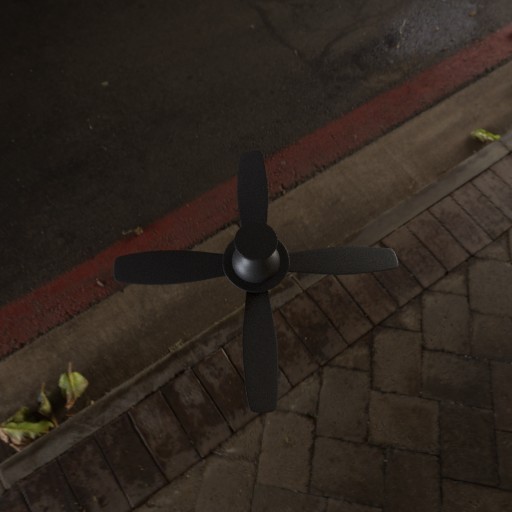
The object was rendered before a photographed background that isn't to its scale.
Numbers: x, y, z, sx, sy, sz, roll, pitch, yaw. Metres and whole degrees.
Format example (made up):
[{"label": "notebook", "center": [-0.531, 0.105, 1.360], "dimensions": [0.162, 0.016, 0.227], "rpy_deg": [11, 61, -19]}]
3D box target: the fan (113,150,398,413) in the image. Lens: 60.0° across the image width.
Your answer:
[{"label": "fan", "center": [0.000, 0.000, 2.557], "dimensions": [1.694, 0.382, 1.694], "rpy_deg": [-2, 64, -1]}]
